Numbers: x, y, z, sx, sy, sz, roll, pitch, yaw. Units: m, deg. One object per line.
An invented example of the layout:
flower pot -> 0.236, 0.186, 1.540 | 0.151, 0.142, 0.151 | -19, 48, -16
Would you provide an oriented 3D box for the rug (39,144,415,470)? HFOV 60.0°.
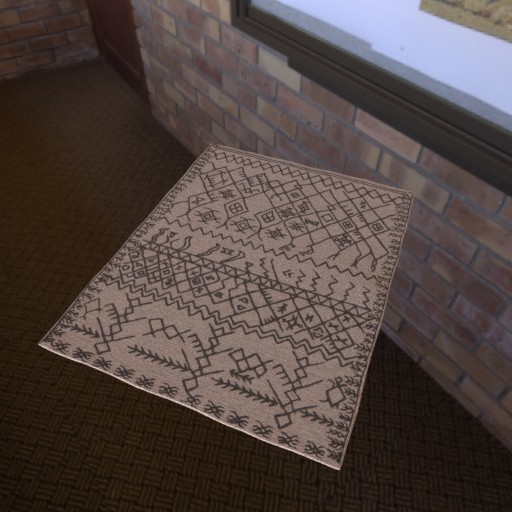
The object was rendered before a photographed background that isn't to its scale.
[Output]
rug -> 0.000, 0.000, 3.288 | 1.964, 0.025, 2.455 | 17, 49, 15
